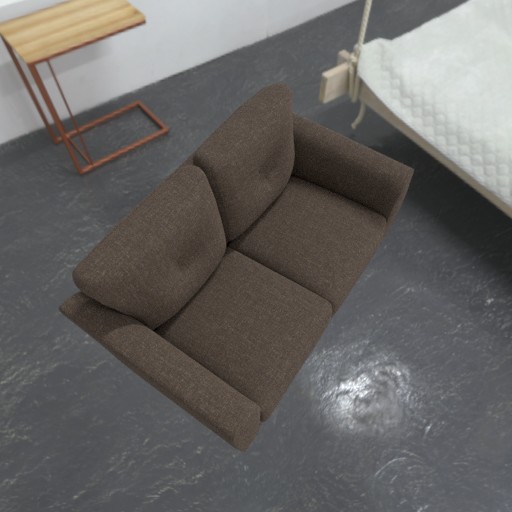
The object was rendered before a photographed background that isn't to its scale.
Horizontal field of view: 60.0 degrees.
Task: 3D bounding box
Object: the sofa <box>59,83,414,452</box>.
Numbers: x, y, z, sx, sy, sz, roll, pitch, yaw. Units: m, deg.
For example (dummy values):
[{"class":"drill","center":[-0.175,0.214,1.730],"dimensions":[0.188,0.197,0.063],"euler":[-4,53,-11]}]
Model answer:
[{"class":"sofa","center":[0.000,0.000,2.004],"dimensions":[0.851,0.885,1.423],"euler":[30,63,17]}]
